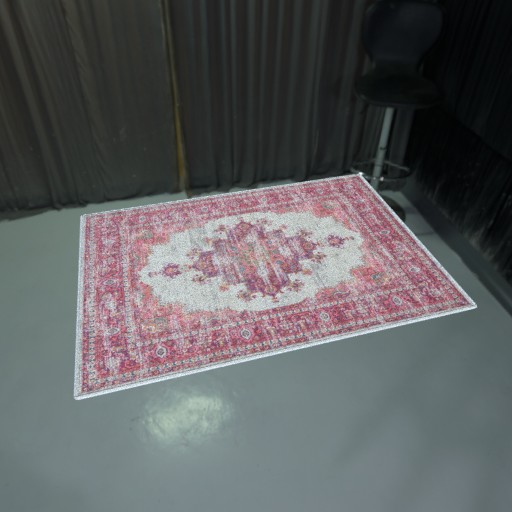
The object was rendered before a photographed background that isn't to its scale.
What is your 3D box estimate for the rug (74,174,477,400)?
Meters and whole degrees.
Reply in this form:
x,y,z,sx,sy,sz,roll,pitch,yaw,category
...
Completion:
x,y,z,sx,sy,sz,roll,pitch,yaw,category
0.000,0.000,2.273,1.747,0.011,1.217,-10,42,-12,rug
